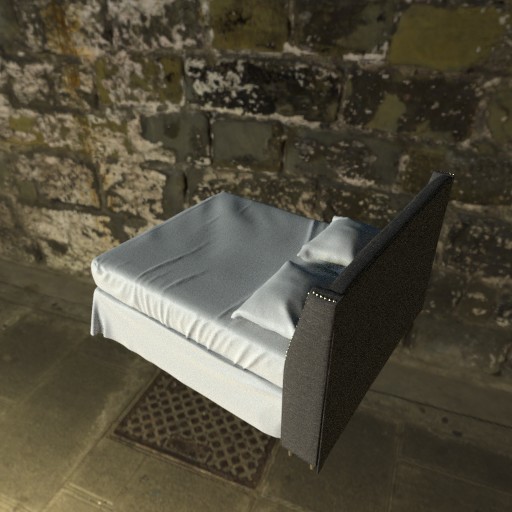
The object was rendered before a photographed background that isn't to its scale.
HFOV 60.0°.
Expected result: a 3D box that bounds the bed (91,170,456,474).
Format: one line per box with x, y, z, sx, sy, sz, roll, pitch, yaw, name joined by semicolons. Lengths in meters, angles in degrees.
0.000;0.000;3.495;2.276;1.332;1.925;21;38;30;bed
